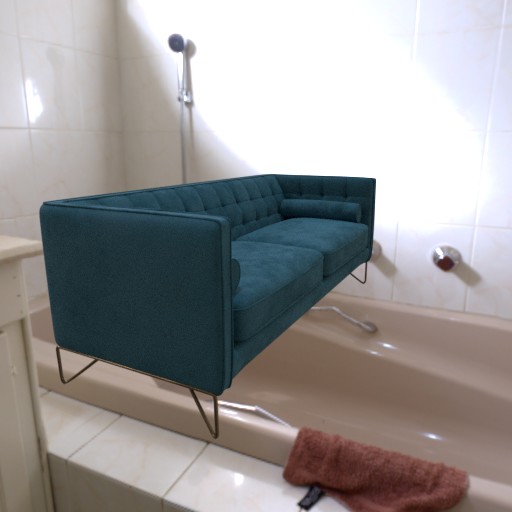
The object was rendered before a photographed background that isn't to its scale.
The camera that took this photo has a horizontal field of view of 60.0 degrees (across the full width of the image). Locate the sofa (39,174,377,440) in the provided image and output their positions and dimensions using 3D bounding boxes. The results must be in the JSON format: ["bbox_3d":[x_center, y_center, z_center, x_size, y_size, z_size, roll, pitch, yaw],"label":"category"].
[{"bbox_3d":[0.000,0.000,2.502,0.867,0.789,2.087,7,16,27],"label":"sofa"}]
